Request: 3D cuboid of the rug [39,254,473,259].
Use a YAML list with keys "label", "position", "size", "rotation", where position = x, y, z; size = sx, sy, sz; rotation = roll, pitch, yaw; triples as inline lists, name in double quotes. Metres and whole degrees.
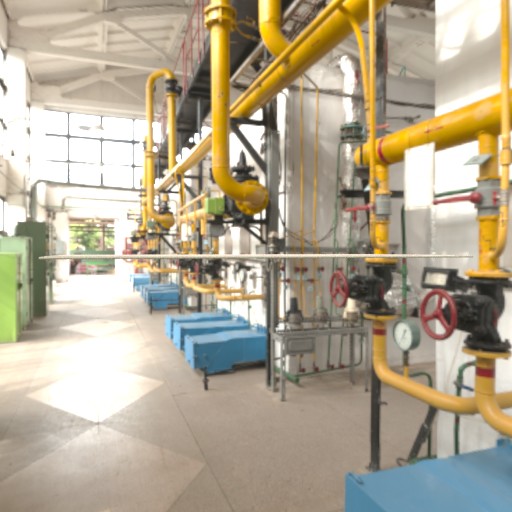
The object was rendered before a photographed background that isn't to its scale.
- label: "rug"
  position: [0.000, 0.000, 1.462]
  size: [1.219, 0.007, 0.604]
  rotation: [0, 1, -19]
